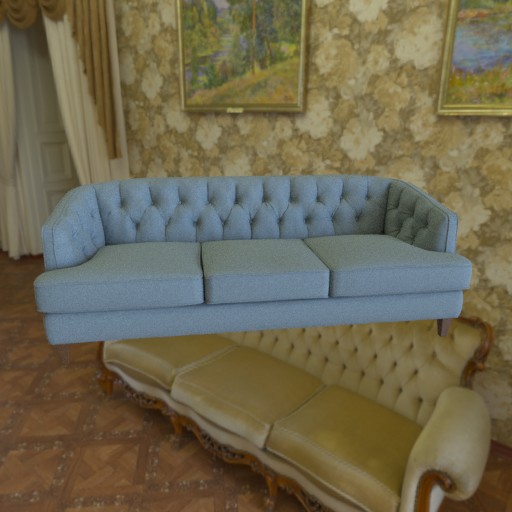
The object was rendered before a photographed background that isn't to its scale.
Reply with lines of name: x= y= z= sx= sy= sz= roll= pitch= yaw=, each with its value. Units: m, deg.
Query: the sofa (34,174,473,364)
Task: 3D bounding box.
sofa: x=0.000 y=0.000 z=2.664 sx=2.278 sy=0.855 sz=0.941 roll=-2 pitch=17 yaw=-8
